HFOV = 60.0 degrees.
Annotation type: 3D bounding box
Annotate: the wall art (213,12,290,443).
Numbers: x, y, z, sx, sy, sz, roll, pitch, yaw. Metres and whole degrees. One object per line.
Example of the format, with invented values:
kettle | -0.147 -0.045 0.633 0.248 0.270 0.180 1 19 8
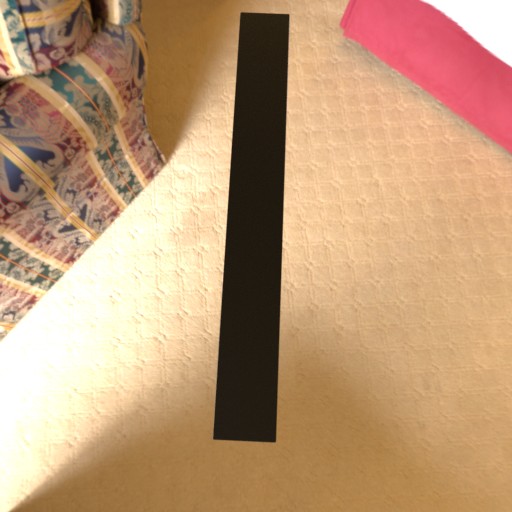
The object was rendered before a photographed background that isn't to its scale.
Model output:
wall art | 0.000 0.000 0.439 0.037 0.299 0.299 3 76 1
